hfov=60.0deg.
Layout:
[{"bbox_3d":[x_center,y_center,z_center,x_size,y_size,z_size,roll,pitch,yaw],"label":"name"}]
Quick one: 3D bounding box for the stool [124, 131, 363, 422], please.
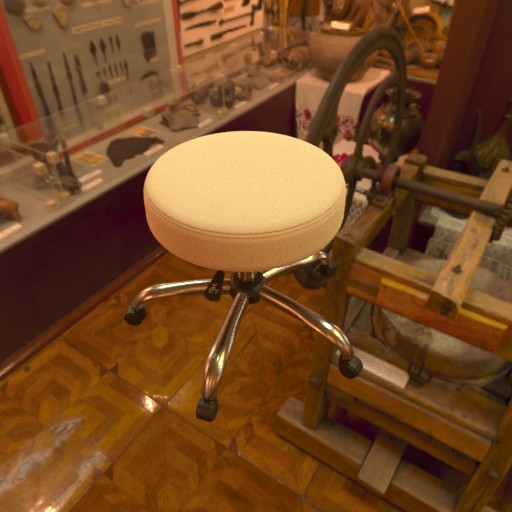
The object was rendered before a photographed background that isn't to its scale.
[{"bbox_3d":[0.000,0.000,1.065,0.614,0.482,0.634,24,46,26],"label":"stool"}]
